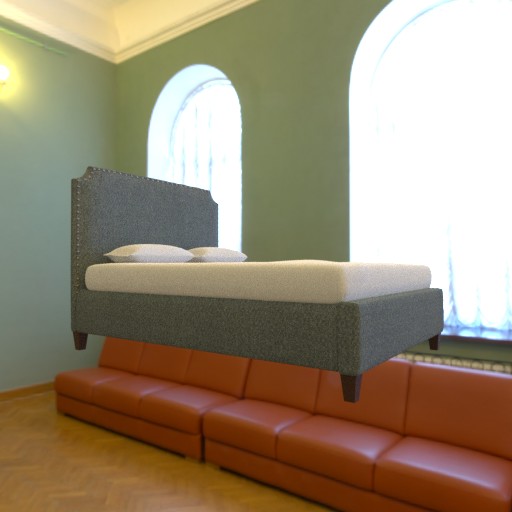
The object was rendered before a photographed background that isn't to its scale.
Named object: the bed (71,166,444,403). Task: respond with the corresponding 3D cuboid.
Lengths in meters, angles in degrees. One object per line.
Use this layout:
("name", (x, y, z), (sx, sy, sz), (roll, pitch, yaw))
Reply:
("bed", (0.000, 0.000, 3.432), (2.372, 1.443, 1.712), (-1, -1, 36))
